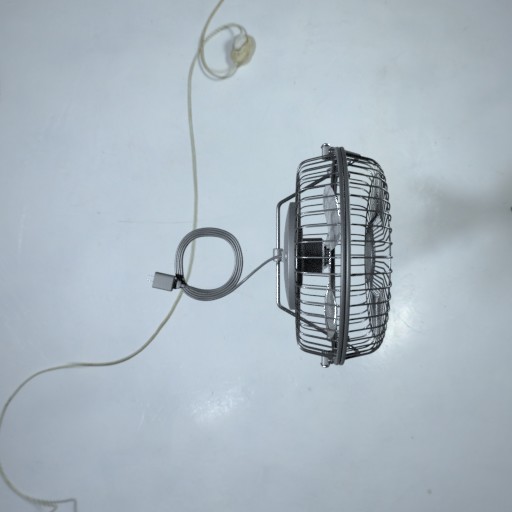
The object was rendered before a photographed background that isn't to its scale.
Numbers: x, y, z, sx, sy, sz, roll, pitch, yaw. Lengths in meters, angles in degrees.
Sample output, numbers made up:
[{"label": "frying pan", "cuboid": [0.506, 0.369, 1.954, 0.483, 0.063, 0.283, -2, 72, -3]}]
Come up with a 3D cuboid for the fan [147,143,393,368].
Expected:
[{"label": "fan", "cuboid": [0.000, 0.000, 0.385, 0.227, 0.188, 0.209, 0, 91, -1]}]
